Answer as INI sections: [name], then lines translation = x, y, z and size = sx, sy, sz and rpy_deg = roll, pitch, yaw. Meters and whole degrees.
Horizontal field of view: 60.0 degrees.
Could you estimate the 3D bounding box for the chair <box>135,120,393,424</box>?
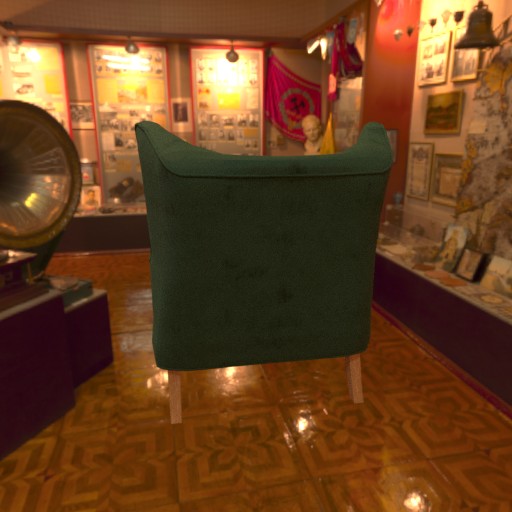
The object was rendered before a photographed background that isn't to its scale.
[chair]
translation = 0.000, 0.000, 1.647
size = 0.793, 0.952, 0.910
rpy_deg = -3, 16, -10
